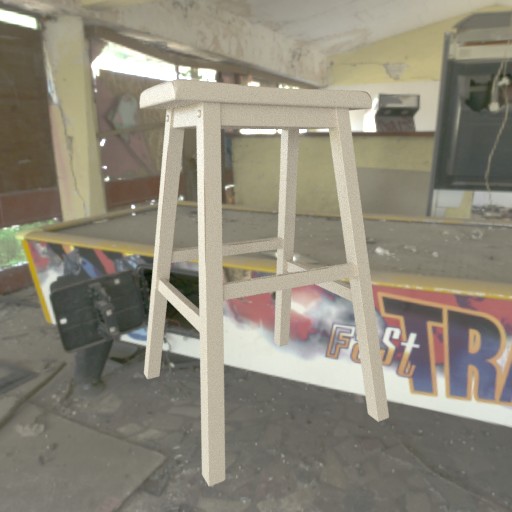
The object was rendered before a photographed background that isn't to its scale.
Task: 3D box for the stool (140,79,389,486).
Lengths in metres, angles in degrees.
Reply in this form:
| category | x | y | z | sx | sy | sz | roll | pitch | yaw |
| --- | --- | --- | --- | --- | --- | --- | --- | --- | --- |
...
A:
| category | x | y | z | sx | sy | sz | roll | pitch | yaw |
| --- | --- | --- | --- | --- | --- | --- | --- | --- | --- |
| stool | 0.000 | 0.000 | 1.051 | 0.457 | 0.737 | 0.476 | -8 | 16 | -27 |
